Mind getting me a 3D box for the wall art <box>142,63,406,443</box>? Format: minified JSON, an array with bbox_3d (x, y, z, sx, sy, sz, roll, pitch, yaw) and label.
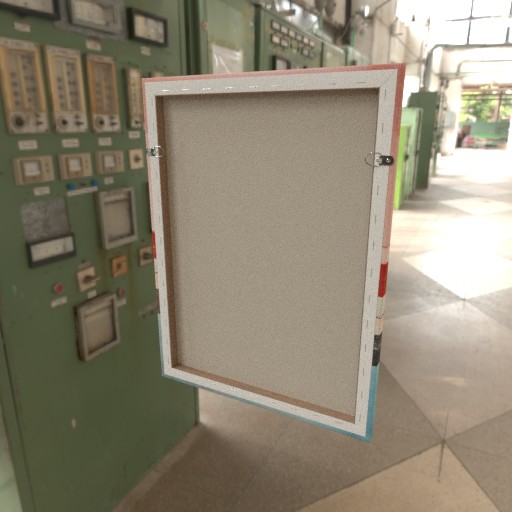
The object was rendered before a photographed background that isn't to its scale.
[{"bbox_3d":[0.000,0.000,1.320,0.761,1.016,0.039,9,19,27],"label":"wall art"}]
